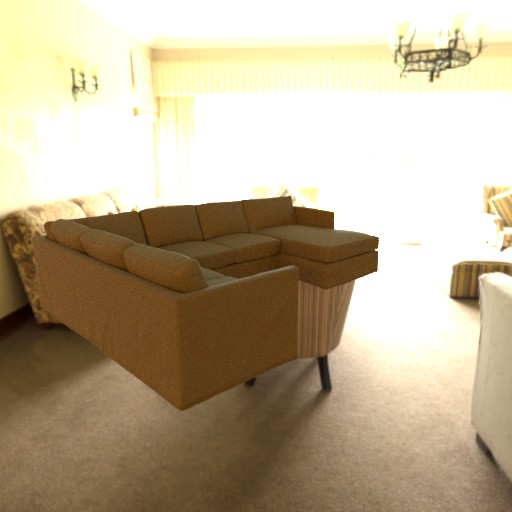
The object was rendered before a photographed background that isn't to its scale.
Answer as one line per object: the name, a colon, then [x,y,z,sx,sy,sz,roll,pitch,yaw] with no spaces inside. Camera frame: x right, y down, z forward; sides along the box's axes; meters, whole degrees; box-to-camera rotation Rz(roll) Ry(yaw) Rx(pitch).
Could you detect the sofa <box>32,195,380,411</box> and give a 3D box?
sofa: [0.000,0.000,4.458,3.460,0.882,2.427,-13,19,-42]
